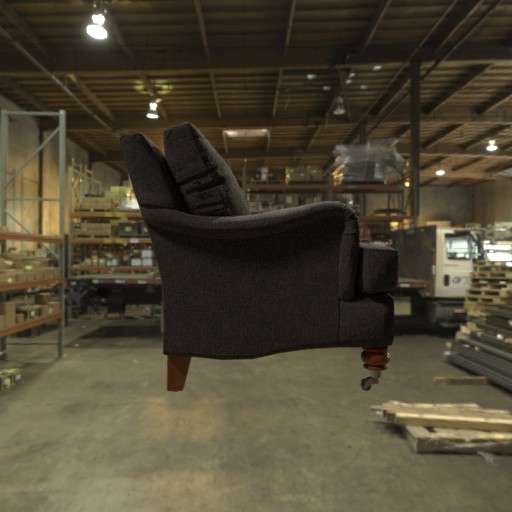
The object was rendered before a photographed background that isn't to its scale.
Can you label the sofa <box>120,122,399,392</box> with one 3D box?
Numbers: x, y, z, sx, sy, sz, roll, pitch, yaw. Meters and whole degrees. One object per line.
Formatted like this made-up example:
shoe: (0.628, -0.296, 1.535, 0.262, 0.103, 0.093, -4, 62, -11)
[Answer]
sofa: (0.000, 0.000, 2.707, 1.087, 1.054, 2.160, 0, 0, -2)
